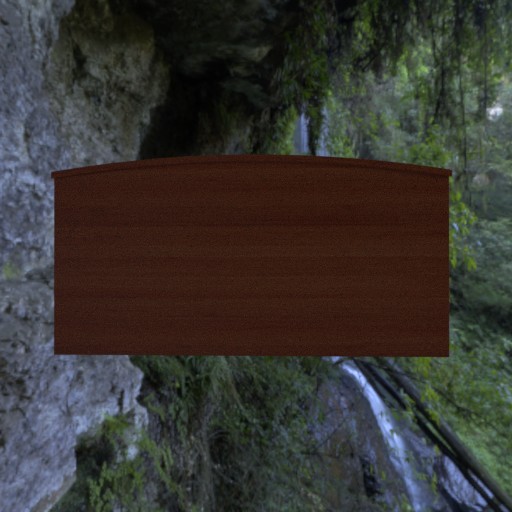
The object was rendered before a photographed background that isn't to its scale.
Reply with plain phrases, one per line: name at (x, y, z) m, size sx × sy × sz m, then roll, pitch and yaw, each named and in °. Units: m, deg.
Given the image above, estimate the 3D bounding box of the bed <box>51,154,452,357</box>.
bed at (0.000, 0.000, 2.883) m, size 1.683 × 0.848 × 2.053 m, roll 0°, pitch 0°, yaw 2°
